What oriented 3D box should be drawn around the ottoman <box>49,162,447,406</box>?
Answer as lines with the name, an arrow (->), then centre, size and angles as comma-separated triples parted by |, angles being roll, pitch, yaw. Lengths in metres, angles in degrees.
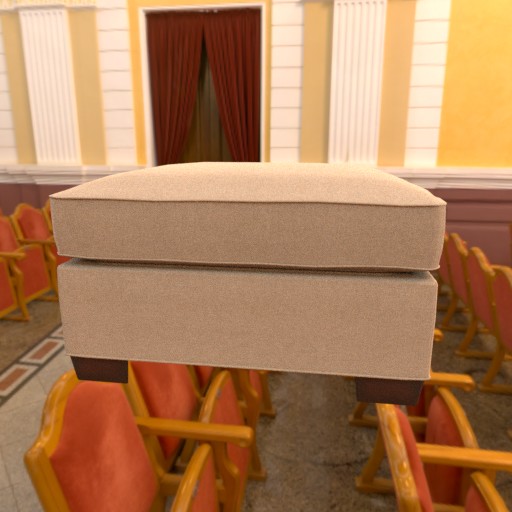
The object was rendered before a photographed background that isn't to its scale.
ottoman -> 0.000, 0.000, 1.239 | 0.846, 0.503, 0.617 | 2, 15, 8
